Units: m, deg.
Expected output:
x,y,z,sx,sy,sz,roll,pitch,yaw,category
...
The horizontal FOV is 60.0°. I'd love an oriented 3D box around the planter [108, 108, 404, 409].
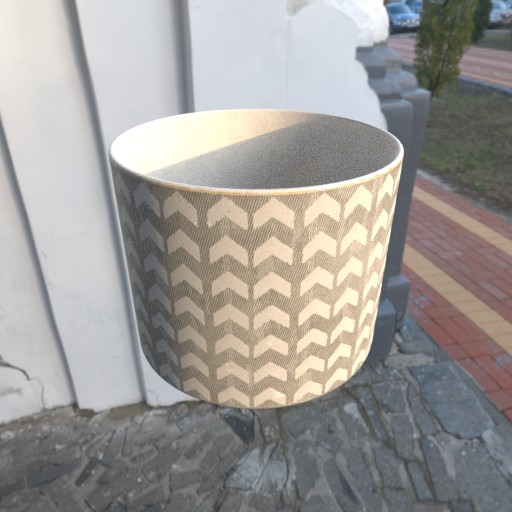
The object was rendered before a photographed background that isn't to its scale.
x,y,z,sx,sy,sz,roll,pitch,yaw,category
0.000,0.000,0.341,0.190,0.181,0.190,0,30,0,planter
